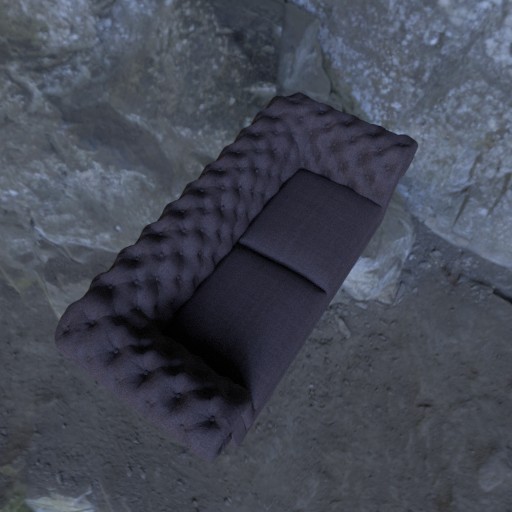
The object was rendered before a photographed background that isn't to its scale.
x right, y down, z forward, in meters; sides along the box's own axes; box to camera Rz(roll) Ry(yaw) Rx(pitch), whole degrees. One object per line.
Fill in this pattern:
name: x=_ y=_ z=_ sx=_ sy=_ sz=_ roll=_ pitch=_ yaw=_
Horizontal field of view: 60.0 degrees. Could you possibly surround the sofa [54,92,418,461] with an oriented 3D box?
sofa: x=0.000 y=0.000 z=2.501 sx=0.944 sy=0.780 sz=2.048 roll=29 pitch=62 yaw=17
